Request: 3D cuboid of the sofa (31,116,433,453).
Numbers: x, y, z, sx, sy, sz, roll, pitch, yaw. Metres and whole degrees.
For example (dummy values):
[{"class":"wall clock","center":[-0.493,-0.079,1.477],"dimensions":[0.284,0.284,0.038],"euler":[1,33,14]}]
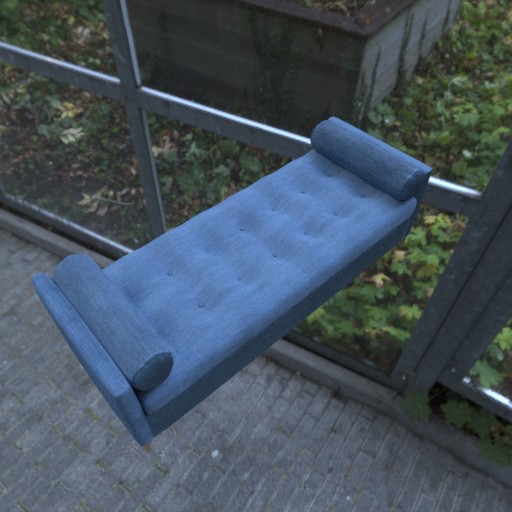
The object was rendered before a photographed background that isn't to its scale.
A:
[{"class":"sofa","center":[0.000,0.000,2.502],"dimensions":[2.102,0.705,0.796],"euler":[-34,56,-26]}]
